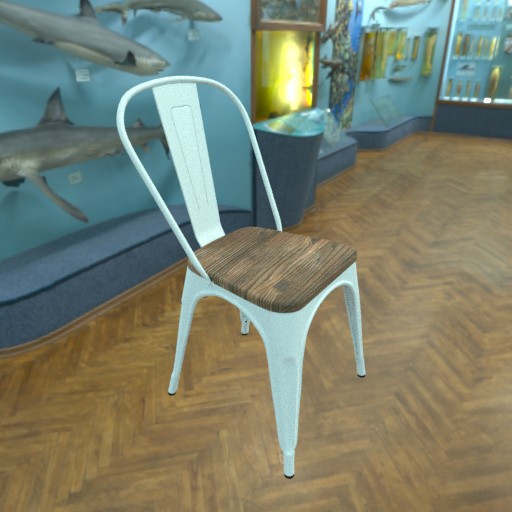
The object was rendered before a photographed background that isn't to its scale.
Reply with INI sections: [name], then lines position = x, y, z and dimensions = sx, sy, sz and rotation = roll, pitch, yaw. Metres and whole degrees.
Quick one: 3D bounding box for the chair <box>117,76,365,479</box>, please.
[chair]
position = 0.000, 0.000, 1.157
dimensions = 0.521, 0.851, 0.452
rotation = 17, 31, 31
